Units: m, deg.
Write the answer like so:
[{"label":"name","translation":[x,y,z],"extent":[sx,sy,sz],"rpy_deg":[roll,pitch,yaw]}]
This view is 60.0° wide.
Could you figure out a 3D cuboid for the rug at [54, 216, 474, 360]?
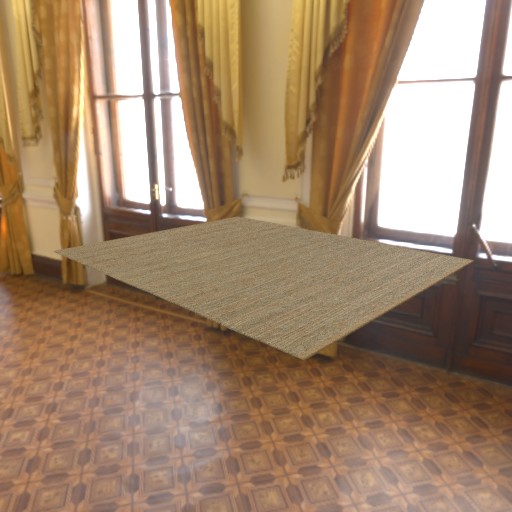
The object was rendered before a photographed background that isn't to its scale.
[{"label":"rug","translation":[0.000,0.000,4.107],"extent":[3.034,0.012,2.471],"rpy_deg":[15,21,42]}]
